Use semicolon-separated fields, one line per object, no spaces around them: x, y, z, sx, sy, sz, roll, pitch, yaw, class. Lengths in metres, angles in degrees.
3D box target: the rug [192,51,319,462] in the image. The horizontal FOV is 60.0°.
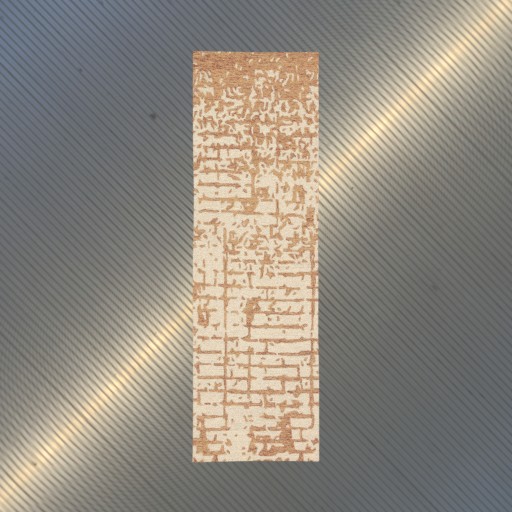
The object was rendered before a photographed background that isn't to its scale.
0.000;0.000;2.632;0.750;0.011;2.435;0;90;-1;rug
